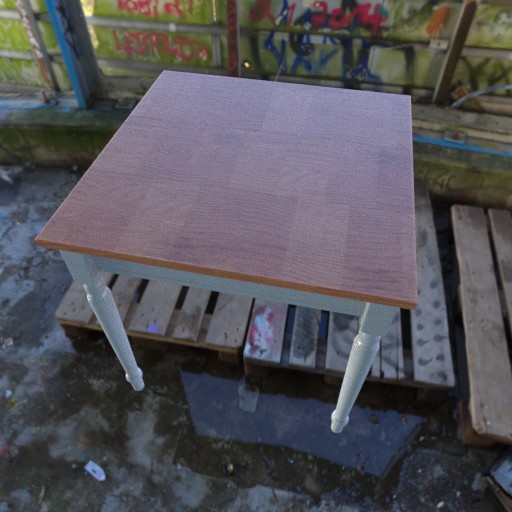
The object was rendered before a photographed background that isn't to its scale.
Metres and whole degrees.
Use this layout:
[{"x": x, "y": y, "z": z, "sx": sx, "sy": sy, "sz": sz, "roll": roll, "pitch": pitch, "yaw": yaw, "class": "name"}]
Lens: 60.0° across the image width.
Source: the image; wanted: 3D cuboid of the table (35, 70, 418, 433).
[{"x": 0.000, "y": 0.000, "z": 1.354, "sx": 0.747, "sy": 0.738, "sz": 0.747, "roll": 9, "pitch": 49, "yaw": 8, "class": "table"}]
